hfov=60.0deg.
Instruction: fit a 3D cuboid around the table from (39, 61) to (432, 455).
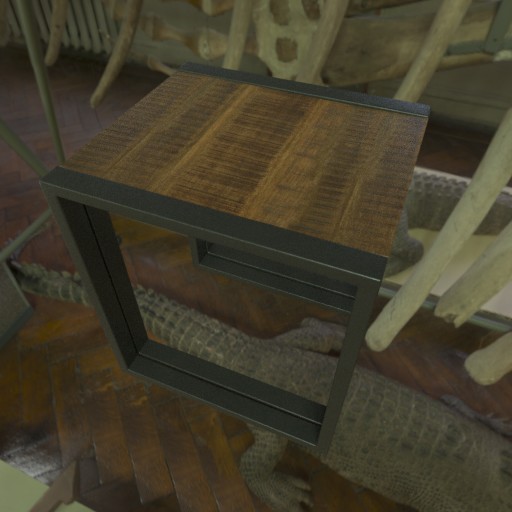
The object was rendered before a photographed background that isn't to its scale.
[{"bbox_3d":[0.000,0.000,0.917,0.500,0.550,0.449,17,49,15],"label":"table"}]
